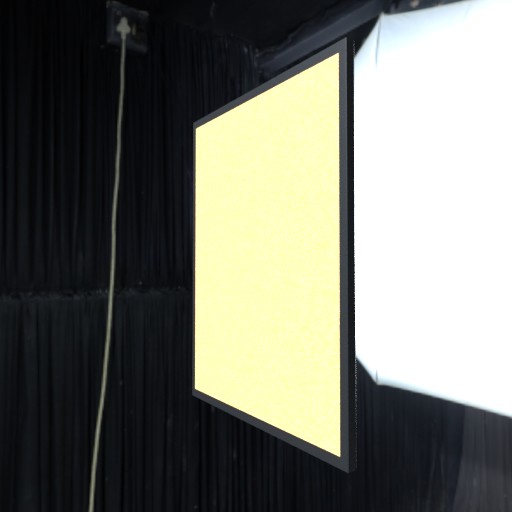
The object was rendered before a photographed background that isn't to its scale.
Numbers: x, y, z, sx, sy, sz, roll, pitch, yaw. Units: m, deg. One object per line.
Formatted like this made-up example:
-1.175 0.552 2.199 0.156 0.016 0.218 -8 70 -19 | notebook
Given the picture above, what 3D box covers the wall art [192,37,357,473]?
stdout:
0.000 0.000 1.366 0.030 1.027 0.774 1 -2 -36 | wall art
